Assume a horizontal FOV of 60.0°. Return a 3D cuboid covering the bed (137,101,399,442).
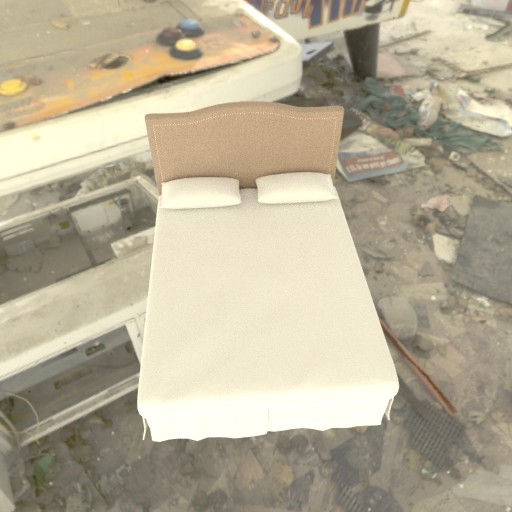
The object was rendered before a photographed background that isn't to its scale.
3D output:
[{"bbox_3d":[0.000,0.000,3.487,1.821,1.436,2.282,-3,47,-3],"label":"bed"}]
